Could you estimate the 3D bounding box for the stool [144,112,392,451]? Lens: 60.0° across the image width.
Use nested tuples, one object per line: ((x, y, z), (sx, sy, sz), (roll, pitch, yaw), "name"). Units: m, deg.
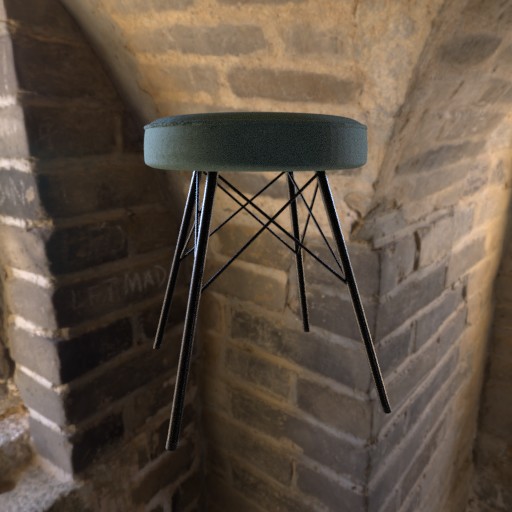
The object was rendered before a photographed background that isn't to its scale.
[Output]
((0.000, 0.000, 0.879), (0.457, 0.519, 0.458), (-2, 13, -7), "stool")
